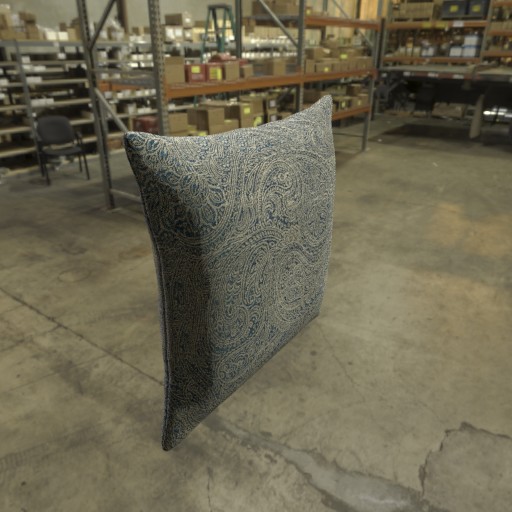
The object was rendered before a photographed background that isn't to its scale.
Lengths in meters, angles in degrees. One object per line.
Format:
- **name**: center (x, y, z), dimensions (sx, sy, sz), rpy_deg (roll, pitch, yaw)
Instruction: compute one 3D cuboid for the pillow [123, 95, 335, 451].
- **pillow**: center (0.000, 0.000, 0.802), dimensions (0.166, 0.510, 0.523), rpy_deg (17, 31, 32)
